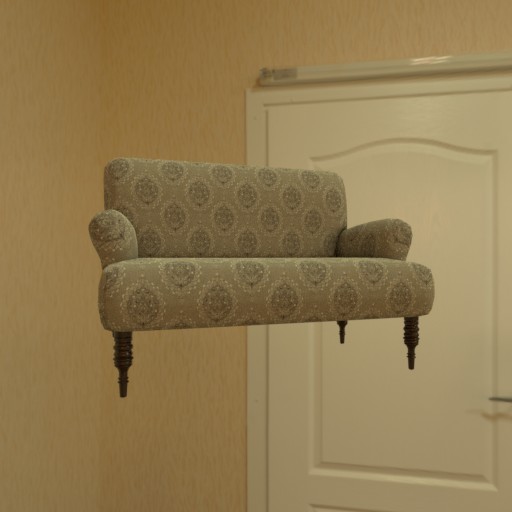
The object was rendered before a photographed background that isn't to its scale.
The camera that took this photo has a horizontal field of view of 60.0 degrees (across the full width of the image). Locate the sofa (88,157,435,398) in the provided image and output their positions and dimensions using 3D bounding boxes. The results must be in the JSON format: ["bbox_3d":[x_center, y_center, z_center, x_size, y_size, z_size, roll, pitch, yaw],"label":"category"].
[{"bbox_3d":[0.000,0.000,1.847,1.297,0.889,0.779,0,0,-19],"label":"sofa"}]
